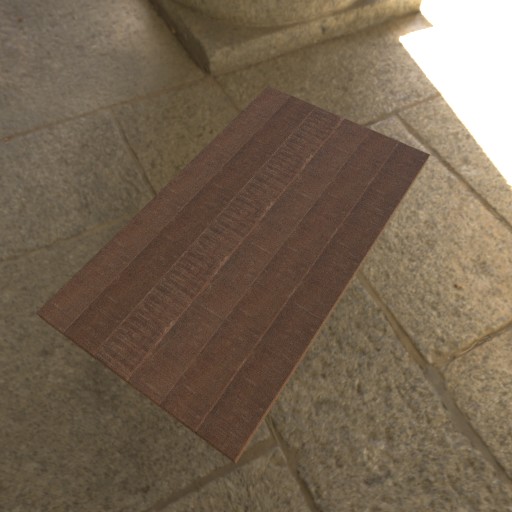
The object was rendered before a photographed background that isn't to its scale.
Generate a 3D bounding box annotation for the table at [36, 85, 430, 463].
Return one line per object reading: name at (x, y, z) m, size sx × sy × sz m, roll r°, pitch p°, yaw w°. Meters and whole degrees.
table at (0.000, 0.000, 1.829) m, size 0.800 × 0.440 × 1.400 m, roll 30°, pitch 62°, yaw 17°
